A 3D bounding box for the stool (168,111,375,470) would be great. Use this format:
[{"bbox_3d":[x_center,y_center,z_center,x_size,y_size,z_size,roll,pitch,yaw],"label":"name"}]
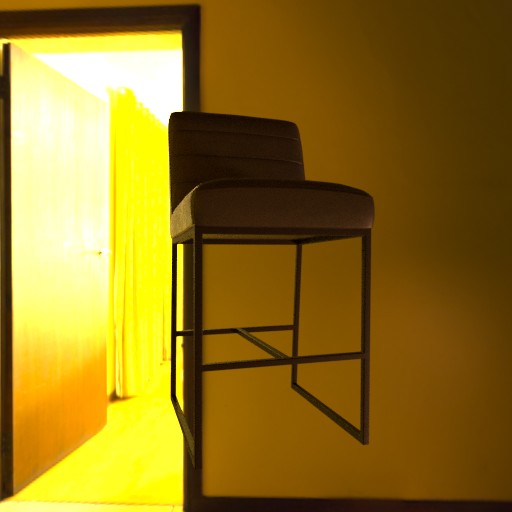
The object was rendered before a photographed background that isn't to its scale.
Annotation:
[{"bbox_3d":[0.000,0.000,1.276,0.457,0.938,0.552,0,1,-17],"label":"stool"}]
